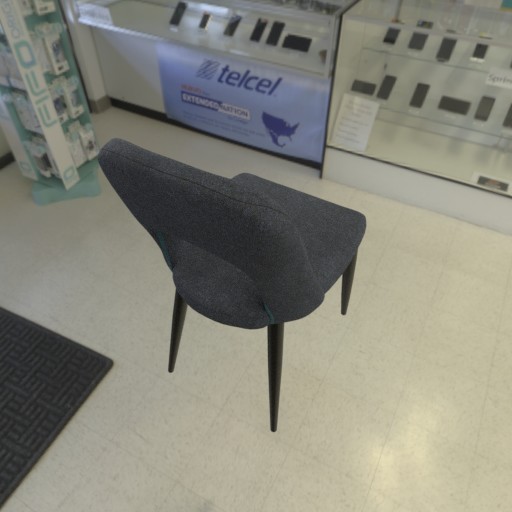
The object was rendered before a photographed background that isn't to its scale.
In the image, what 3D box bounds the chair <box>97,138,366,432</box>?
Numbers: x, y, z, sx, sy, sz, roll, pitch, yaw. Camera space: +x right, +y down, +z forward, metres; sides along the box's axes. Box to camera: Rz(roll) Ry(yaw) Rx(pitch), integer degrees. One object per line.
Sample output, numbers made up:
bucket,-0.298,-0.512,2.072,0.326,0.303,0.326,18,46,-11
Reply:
chair,0.000,0.000,1.235,0.470,0.931,0.612,23,50,21
